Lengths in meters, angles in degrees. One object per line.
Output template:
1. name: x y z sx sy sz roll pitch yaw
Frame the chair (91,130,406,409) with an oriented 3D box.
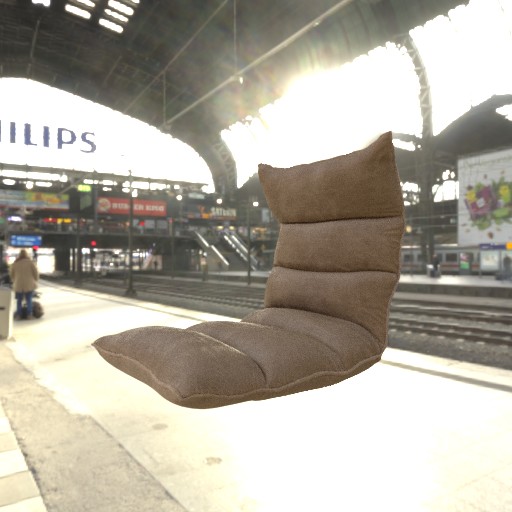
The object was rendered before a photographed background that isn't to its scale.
1. chair: 0.000 0.000 1.645 0.985 0.892 0.714 1 -1 -37
